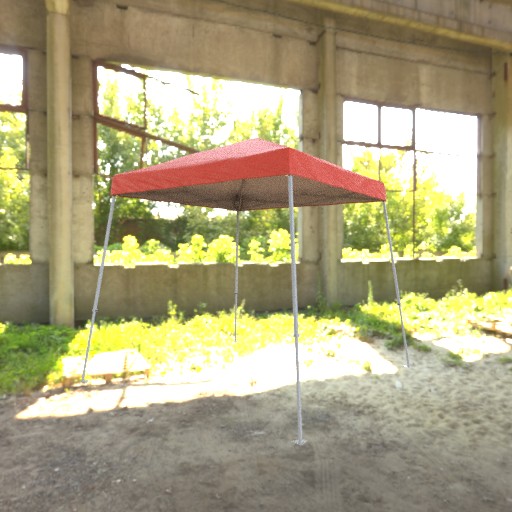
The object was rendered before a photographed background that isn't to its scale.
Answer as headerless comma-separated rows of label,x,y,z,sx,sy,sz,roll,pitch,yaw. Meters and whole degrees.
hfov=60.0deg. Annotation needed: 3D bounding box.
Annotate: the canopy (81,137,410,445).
canopy,0.000,0.000,5.344,2.850,2.850,2.849,0,1,35
